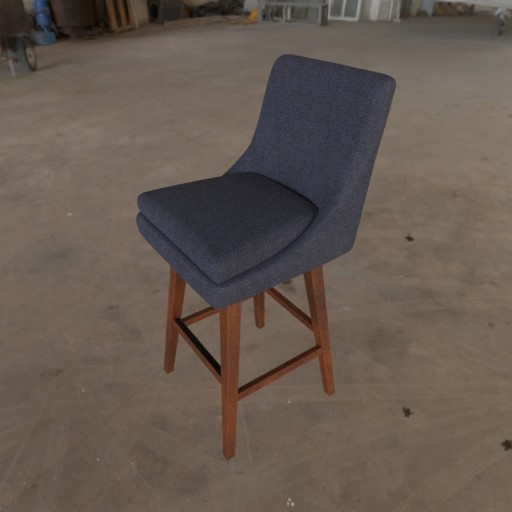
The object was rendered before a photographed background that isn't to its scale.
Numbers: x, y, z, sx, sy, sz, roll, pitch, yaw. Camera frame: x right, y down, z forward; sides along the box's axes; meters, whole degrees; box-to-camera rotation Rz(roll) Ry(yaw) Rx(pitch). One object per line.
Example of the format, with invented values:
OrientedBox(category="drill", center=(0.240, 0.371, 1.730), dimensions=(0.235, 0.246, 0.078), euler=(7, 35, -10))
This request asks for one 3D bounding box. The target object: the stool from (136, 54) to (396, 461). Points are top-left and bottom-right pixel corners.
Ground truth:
OrientedBox(category="stool", center=(0.000, 0.000, 1.376), dimensions=(0.572, 1.068, 0.489), euler=(-21, 39, -29))
